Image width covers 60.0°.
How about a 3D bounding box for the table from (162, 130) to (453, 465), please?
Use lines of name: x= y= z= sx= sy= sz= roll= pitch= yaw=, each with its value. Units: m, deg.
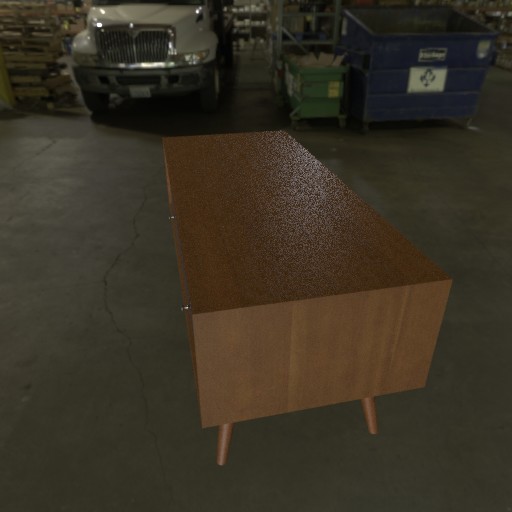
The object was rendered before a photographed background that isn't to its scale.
table: x=0.000 y=0.000 z=1.359 sx=0.490 sy=0.464 sz=1.119 roll=-6 pitch=30 yaw=-11
